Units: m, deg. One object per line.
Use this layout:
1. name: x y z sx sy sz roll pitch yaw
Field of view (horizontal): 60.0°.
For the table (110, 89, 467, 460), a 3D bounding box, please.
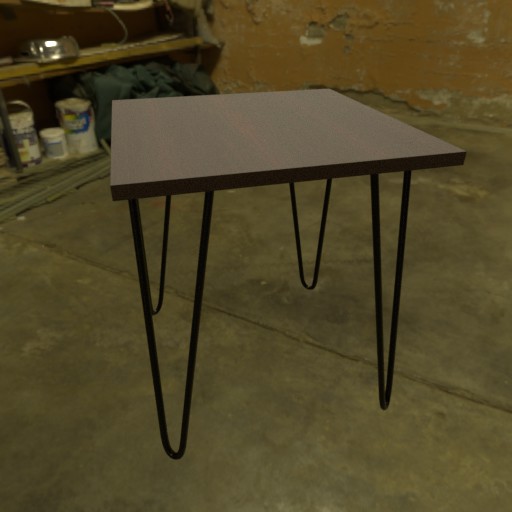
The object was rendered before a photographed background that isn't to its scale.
1. table: 0.000 0.000 0.931 0.495 0.559 0.495 -8 32 -13
